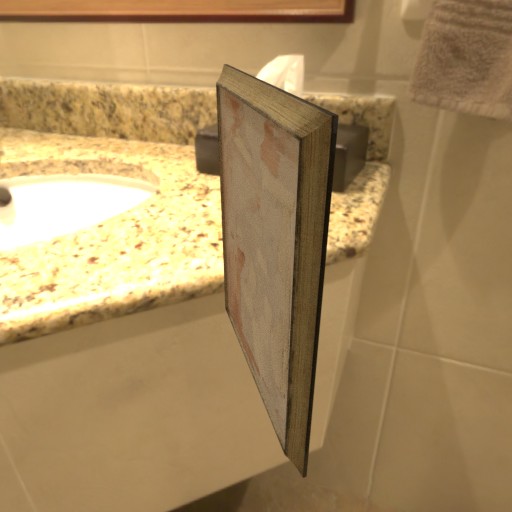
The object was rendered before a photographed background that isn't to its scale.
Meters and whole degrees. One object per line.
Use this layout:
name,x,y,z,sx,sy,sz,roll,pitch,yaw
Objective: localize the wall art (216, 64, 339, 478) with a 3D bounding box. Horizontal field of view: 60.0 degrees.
wall art,0.000,0.000,0.620,0.023,0.457,0.381,-8,30,-15
